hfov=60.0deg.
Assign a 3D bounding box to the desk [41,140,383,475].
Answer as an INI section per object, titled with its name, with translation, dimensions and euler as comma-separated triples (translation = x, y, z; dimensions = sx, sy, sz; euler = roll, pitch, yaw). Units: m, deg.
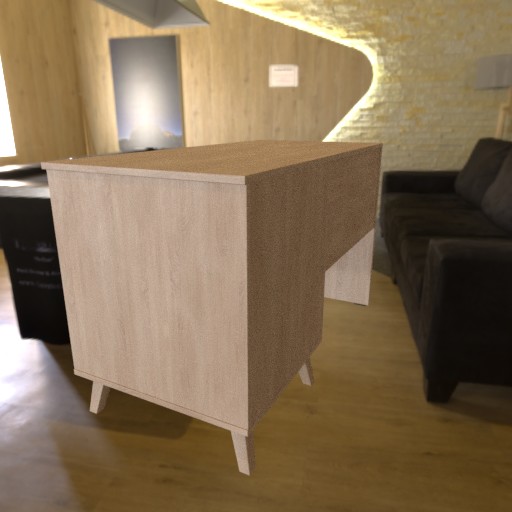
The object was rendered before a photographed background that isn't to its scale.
[desk]
translation = 0.000, 0.000, 1.653
dimensions = 0.600, 0.770, 1.251
euler = 9, 20, 26
